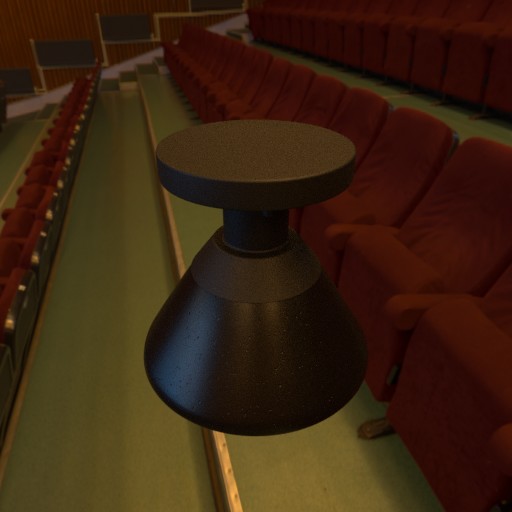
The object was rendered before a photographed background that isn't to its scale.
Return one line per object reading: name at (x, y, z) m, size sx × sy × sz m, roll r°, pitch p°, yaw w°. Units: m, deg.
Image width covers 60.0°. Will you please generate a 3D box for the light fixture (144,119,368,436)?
light fixture at (0.000, 0.000, 0.358) m, size 0.200 × 0.183 × 0.200 m, roll 0°, pitch 31°, yaw 0°
